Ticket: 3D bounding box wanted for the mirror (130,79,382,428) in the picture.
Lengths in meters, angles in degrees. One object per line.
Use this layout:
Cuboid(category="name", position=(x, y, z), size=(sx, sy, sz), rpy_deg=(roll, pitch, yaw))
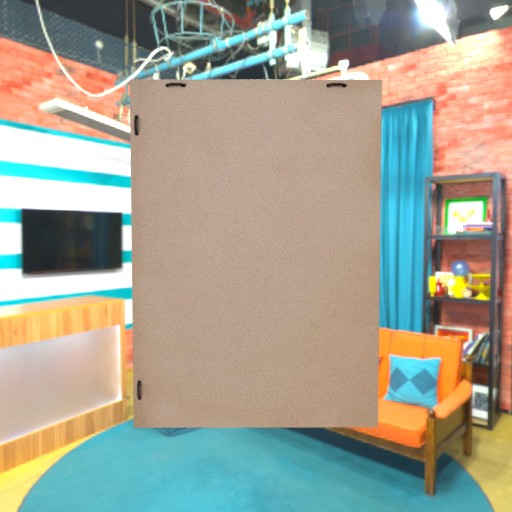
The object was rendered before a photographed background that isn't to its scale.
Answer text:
Cuboid(category="mirror", position=(0.000, 0.000, 0.918), size=(0.507, 0.710, 0.039), rpy_deg=(0, 2, 0))
